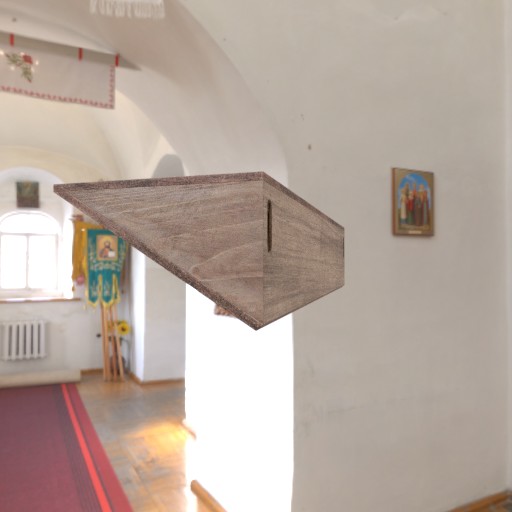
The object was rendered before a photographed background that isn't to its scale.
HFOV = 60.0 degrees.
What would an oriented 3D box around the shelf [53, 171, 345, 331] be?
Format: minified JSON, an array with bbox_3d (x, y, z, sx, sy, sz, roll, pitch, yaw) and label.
[{"bbox_3d":[0.000,0.000,0.666,0.200,0.125,0.610,0,-1,17],"label":"shelf"}]
